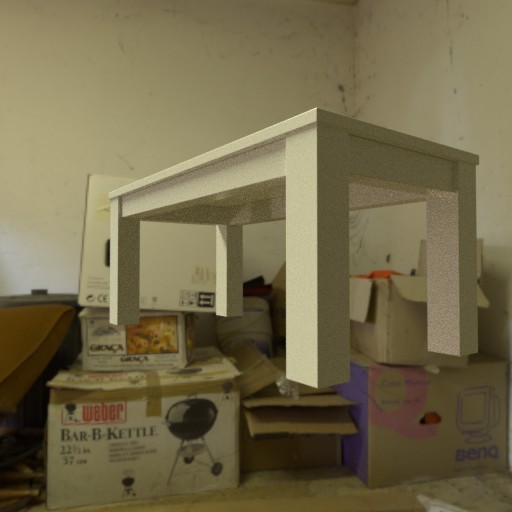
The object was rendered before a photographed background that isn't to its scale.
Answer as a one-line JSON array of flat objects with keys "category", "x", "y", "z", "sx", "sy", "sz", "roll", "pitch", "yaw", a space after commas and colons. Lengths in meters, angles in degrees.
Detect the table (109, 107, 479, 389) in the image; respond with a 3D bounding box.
[{"category": "table", "x": 0.000, "y": 0.000, "z": 2.227, "sx": 0.900, "sy": 0.790, "sz": 1.800, "roll": 1, "pitch": -2, "yaw": -36}]
